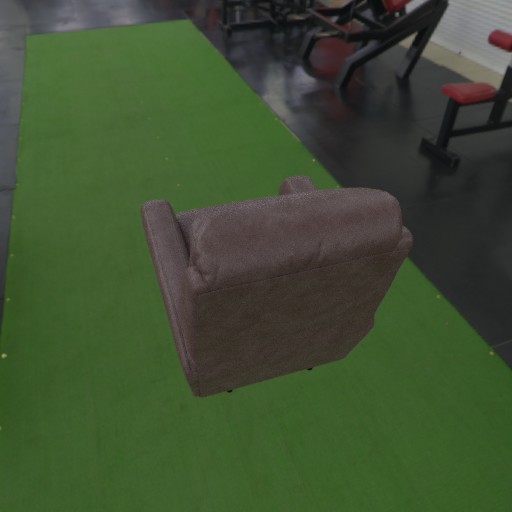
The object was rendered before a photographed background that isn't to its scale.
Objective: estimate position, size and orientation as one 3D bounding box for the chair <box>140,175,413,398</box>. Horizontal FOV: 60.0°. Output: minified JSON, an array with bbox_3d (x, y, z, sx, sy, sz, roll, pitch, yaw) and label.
[{"bbox_3d":[0.000,0.000,1.874,0.865,1.067,1.067,-12,43,-13],"label":"chair"}]
